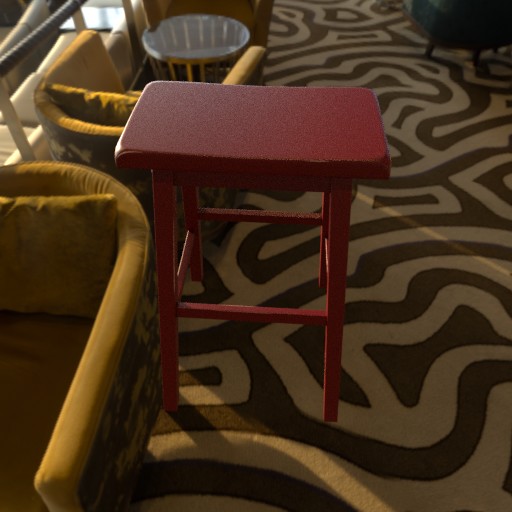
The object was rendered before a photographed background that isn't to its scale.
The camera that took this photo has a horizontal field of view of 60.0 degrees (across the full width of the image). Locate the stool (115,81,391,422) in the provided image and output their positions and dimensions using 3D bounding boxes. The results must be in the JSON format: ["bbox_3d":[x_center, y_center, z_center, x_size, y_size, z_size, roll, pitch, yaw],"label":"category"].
[{"bbox_3d":[0.000,0.000,1.053,0.457,0.737,0.476,3,48,3],"label":"stool"}]
